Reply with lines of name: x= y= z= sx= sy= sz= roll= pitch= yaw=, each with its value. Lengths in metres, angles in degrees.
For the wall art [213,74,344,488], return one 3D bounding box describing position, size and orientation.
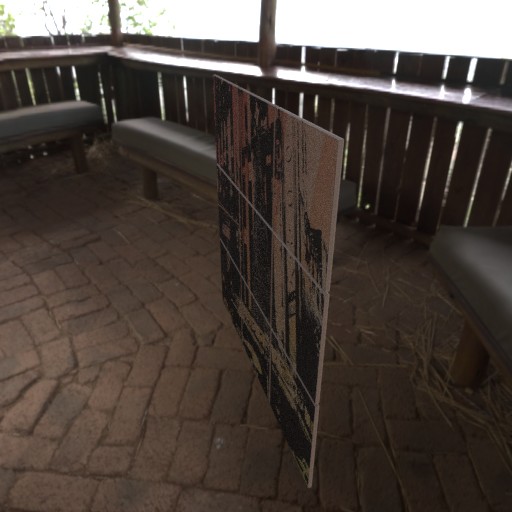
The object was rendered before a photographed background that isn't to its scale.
wall art: x=0.000 y=0.000 z=2.214 sx=0.017 sy=1.521 sz=1.527 roll=-9 pitch=30 yaw=-16
